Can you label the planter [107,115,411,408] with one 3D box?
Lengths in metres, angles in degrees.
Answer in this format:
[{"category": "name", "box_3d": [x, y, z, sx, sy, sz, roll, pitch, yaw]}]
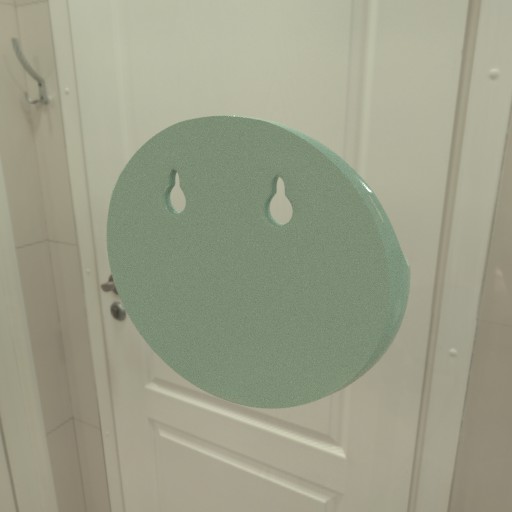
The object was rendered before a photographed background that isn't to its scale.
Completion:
[{"category": "planter", "box_3d": [0.000, 0.000, 0.272, 0.189, 0.164, 0.073, 9, 19, 27]}]
